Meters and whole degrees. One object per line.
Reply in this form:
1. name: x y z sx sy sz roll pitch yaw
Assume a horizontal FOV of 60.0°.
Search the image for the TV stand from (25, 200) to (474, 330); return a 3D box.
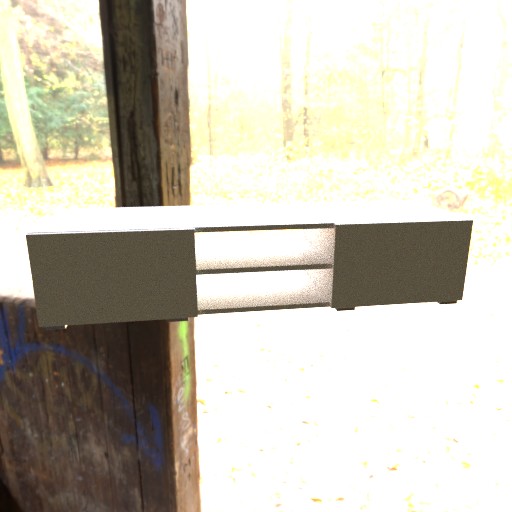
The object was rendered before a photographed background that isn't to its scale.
1. TV stand: 0.000 0.000 1.609 1.400 0.310 0.420 -2 16 -8
